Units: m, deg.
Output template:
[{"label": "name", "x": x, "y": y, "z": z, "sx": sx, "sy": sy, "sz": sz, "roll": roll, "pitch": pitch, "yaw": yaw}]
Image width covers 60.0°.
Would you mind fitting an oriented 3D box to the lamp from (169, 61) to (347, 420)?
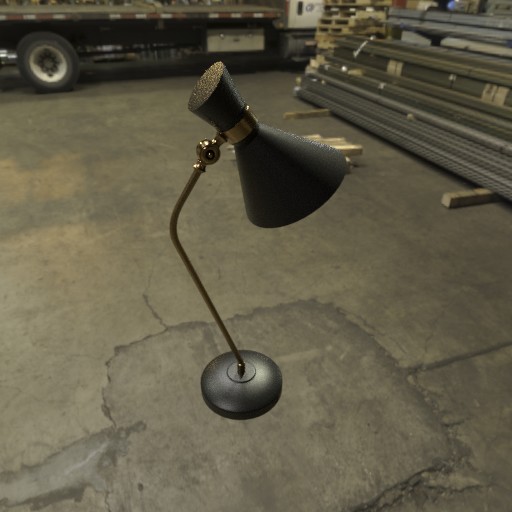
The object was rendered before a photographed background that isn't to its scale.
[{"label": "lamp", "x": 0.000, "y": 0.000, "z": 0.788, "sx": 0.292, "sy": 0.647, "sz": 0.189, "roll": -11, "pitch": 34, "yaw": -17}]
